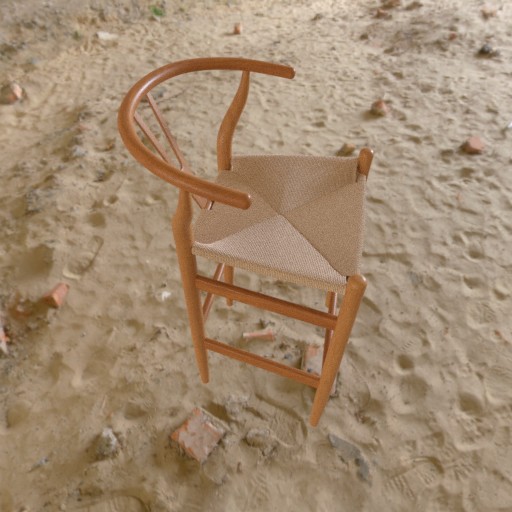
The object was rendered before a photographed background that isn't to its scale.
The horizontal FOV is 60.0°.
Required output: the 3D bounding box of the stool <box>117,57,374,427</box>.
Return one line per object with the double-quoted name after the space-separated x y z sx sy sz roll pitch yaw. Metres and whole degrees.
0.000 0.000 1.297 0.579 0.970 0.569 9 47 8 "stool"
